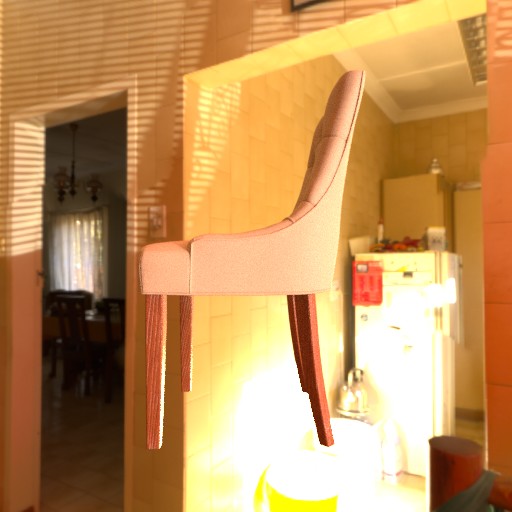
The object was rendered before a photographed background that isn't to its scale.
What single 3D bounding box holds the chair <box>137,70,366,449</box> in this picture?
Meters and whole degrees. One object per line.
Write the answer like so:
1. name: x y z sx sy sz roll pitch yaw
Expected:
1. chair: 0.000 0.000 1.233 0.565 0.874 0.509 0 -1 0
